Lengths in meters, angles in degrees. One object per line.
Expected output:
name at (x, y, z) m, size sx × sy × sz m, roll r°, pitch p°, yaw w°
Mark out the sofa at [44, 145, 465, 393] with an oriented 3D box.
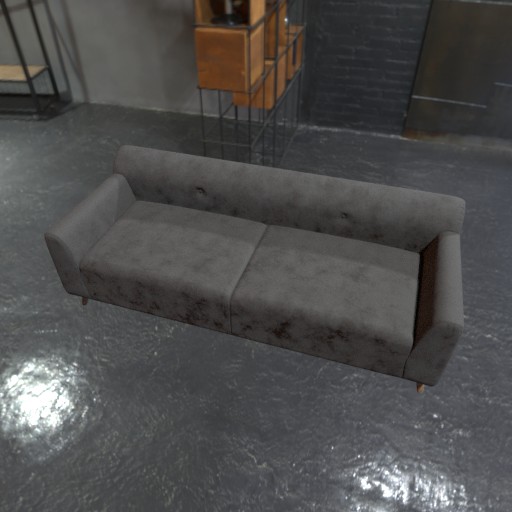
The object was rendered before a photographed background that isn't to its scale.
sofa at (0.000, 0.000, 2.634) m, size 2.190 × 0.740 × 0.900 m, roll 12°, pitch 41°, yaw 14°
